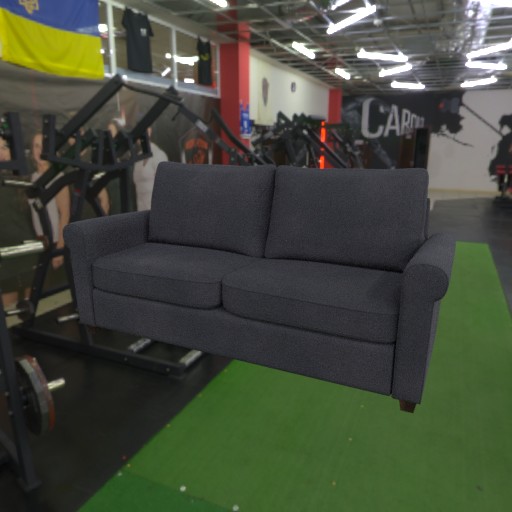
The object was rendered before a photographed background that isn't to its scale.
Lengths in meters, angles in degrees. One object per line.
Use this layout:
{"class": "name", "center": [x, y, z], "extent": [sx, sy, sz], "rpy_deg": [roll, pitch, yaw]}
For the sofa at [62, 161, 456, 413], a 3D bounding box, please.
{"class": "sofa", "center": [0.000, 0.000, 2.380], "extent": [1.935, 0.942, 0.842], "rpy_deg": [7, 16, 25]}
